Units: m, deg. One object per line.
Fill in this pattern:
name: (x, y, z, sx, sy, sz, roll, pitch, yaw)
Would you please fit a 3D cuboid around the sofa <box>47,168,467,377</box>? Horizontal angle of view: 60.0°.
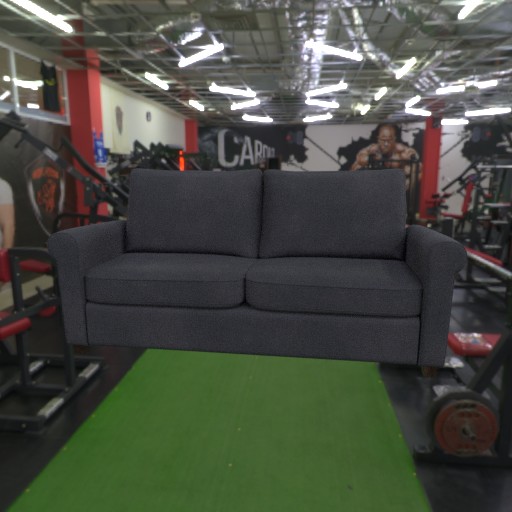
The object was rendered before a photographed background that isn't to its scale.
sofa: (0.000, 0.000, 2.438, 1.935, 0.942, 0.842, 2, 11, 8)
